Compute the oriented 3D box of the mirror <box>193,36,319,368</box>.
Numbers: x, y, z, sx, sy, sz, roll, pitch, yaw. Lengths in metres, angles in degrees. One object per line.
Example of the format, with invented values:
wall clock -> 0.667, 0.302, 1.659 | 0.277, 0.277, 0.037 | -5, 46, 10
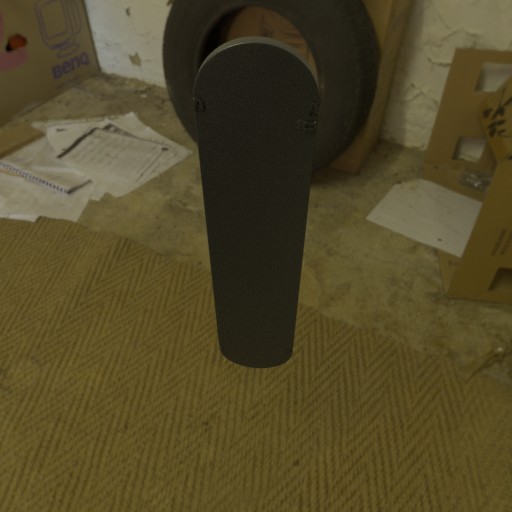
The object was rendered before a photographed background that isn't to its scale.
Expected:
mirror -> 0.000, 0.000, 1.065 | 0.222, 0.991, 0.032 | 3, 45, 3
